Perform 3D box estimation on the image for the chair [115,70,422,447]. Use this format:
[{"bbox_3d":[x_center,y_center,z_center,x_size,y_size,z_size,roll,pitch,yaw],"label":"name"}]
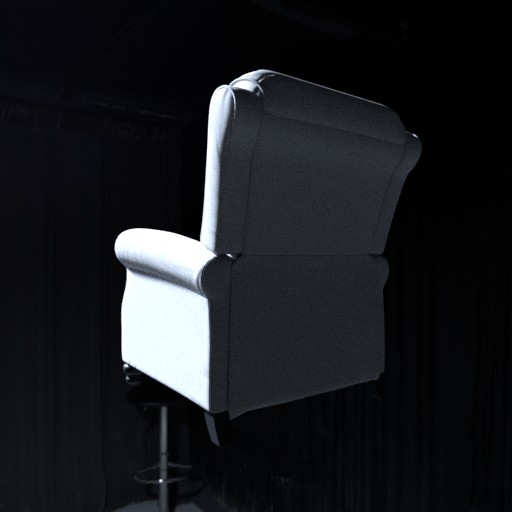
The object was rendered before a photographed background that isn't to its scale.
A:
[{"bbox_3d":[0.000,0.000,1.696,0.859,1.046,0.919,0,0,-36],"label":"chair"}]
